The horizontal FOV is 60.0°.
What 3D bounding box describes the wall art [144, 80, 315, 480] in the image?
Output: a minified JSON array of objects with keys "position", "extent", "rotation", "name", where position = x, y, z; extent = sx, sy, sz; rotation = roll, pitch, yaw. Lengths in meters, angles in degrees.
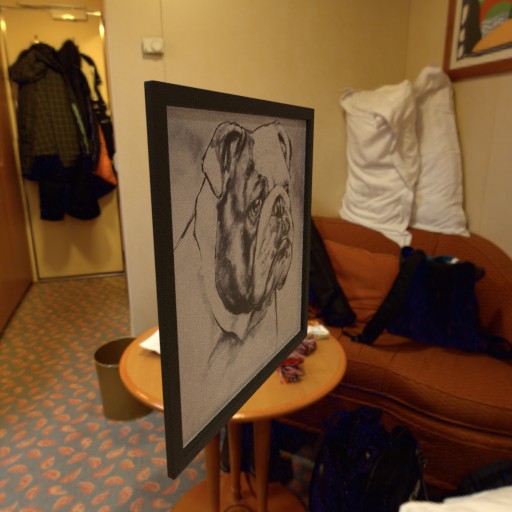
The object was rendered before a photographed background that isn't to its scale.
[{"position":[0.000,0.000,0.983],"extent":[0.016,0.659,0.663],"rotation":[7,16,26],"name":"wall art"}]
